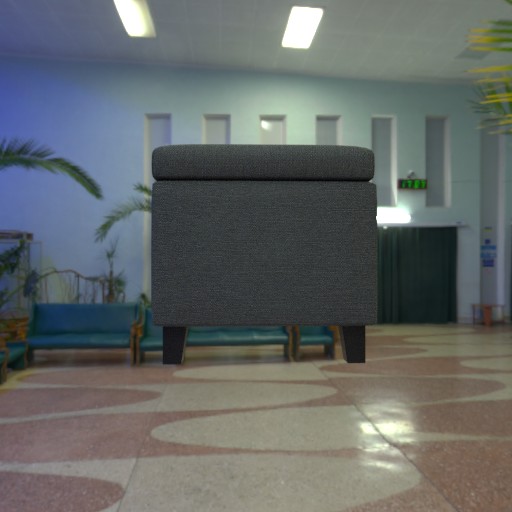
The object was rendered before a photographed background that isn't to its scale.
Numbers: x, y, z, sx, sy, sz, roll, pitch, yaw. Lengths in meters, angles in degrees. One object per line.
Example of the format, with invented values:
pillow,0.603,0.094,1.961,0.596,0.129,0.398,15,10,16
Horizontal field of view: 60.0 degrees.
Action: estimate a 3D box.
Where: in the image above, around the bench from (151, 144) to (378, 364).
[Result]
bench,0.000,0.000,1.477,0.446,0.438,1.269,0,0,-2
